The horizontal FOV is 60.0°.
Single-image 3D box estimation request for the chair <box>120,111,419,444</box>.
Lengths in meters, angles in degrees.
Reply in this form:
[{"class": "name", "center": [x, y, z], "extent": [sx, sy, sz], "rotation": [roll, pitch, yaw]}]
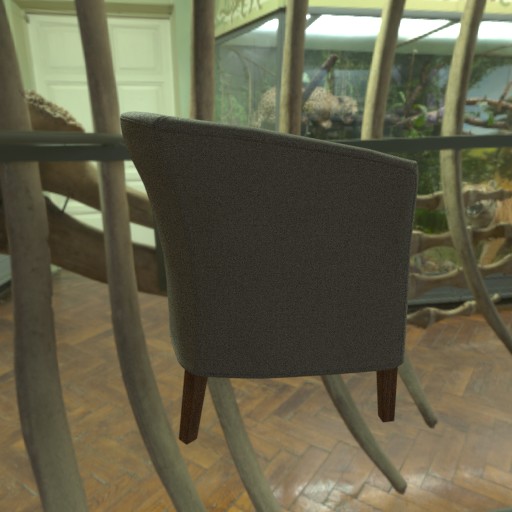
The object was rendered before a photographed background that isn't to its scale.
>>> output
[{"class": "chair", "center": [0.000, 0.000, 1.251], "extent": [0.668, 0.771, 0.600], "rotation": [-3, 17, -10]}]
